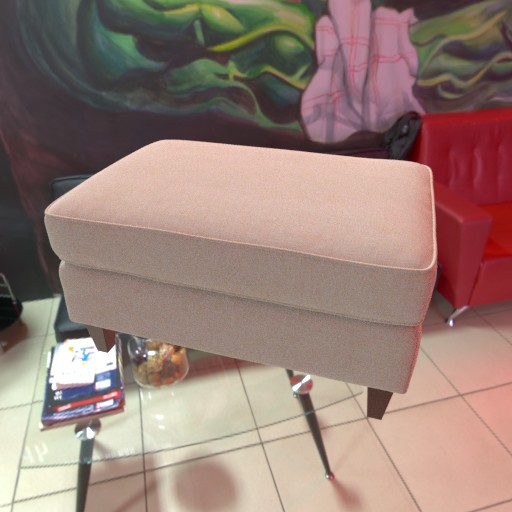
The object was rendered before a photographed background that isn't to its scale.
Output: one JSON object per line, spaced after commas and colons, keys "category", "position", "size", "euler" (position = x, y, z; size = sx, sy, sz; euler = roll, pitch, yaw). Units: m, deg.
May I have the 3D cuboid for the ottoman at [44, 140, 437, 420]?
{"category": "ottoman", "position": [0.000, 0.000, 1.212], "size": [0.862, 0.484, 0.583], "euler": [9, 33, 15]}
